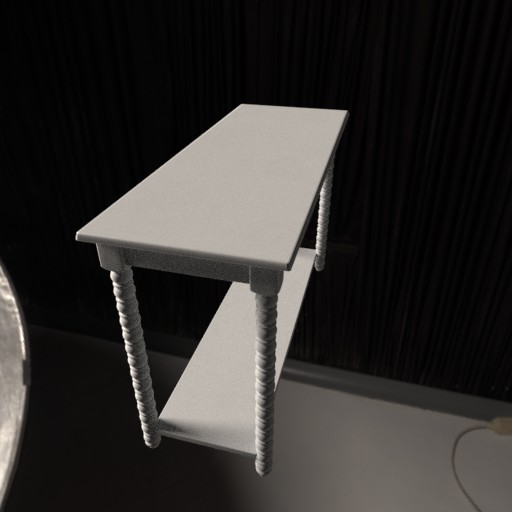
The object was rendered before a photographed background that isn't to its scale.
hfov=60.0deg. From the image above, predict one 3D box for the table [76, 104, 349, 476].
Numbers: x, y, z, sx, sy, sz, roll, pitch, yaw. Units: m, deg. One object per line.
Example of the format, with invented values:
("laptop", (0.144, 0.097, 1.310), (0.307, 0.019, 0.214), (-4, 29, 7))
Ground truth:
("table", (0.000, 0.000, 1.530), (0.459, 0.740, 1.184), (8, 32, 13))
